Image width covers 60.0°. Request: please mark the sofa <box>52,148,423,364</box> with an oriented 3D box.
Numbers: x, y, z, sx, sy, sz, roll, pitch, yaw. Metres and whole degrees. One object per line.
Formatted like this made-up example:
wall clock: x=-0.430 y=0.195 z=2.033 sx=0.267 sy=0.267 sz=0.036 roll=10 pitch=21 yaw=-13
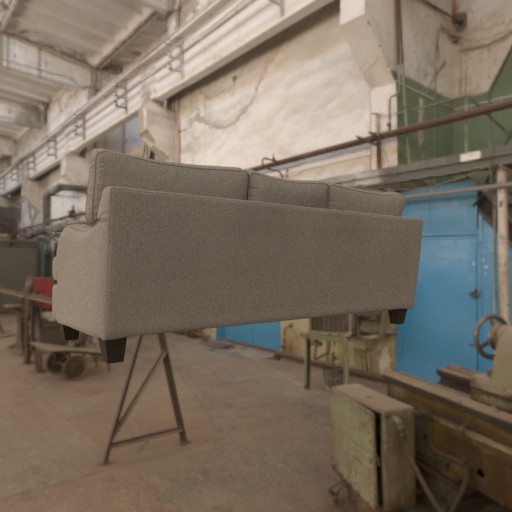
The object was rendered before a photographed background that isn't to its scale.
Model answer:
sofa: x=0.000 y=0.000 z=2.923 sx=2.323 sy=0.991 sz=1.016 roll=1 pitch=-1 yaw=-37
